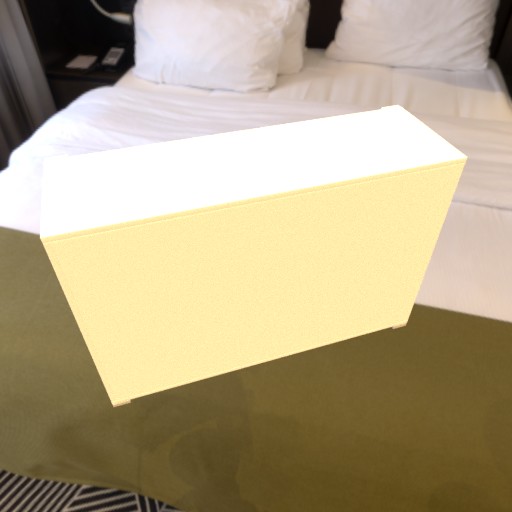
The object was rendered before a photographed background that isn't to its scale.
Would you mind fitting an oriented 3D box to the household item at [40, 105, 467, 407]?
[{"bbox_3d":[0.000,0.000,1.725,1.300,0.867,0.420,-12,44,-13],"label":"household item"}]
